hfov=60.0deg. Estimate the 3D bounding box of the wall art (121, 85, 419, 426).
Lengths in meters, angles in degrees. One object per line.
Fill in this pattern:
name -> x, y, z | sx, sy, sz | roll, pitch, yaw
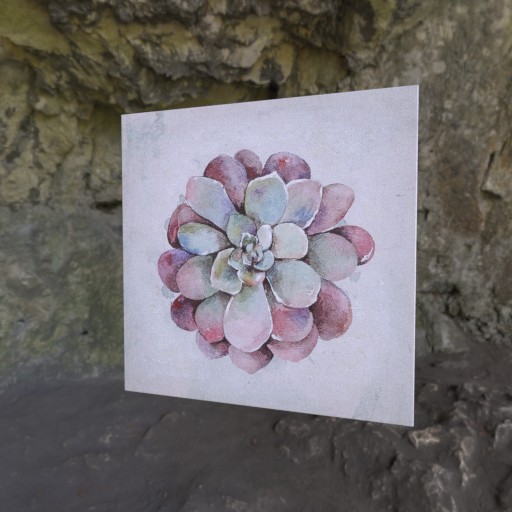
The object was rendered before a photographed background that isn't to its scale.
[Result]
wall art -> 0.000, 0.000, 1.123 | 0.762, 0.762, 0.041 | 1, 3, 18
